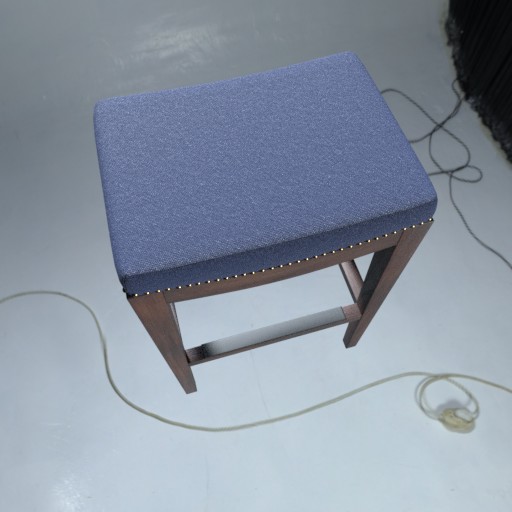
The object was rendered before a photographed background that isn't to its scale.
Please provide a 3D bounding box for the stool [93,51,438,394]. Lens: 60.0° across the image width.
[{"bbox_3d":[0.000,0.000,1.009,0.498,0.740,0.358,-14,63,-7],"label":"stool"}]
